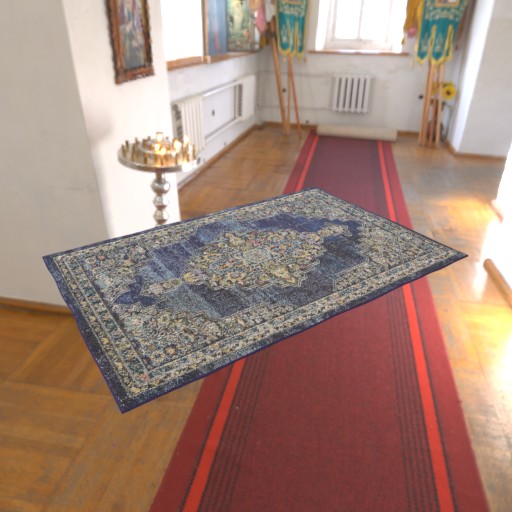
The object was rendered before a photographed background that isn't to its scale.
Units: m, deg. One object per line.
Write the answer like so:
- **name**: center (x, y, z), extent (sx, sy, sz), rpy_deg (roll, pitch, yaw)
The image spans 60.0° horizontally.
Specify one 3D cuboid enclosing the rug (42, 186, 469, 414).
- **rug**: center (0.000, 0.000, 2.211), extent (1.781, 0.012, 1.184), rpy_deg (-18, 34, -29)
